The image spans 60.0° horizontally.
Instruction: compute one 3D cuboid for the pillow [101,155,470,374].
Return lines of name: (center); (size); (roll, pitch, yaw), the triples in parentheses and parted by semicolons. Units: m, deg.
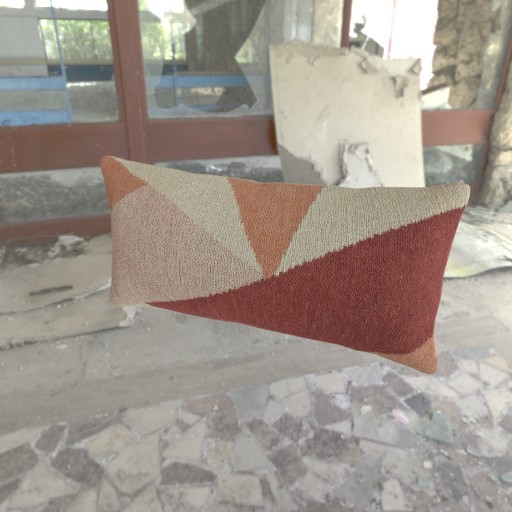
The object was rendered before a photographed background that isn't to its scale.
pillow: (0.000, 0.000, 0.738); (0.609, 0.292, 0.155); (9, 26, 18)
